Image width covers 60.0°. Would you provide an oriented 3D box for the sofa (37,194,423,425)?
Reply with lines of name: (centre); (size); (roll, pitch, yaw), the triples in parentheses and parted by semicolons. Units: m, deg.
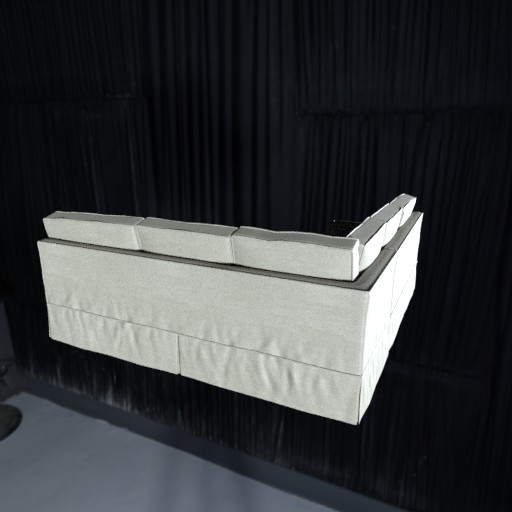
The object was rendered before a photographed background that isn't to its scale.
sofa: (0.000, 0.000, 4.122); (2.623, 1.081, 2.618); (8, 18, 25)
